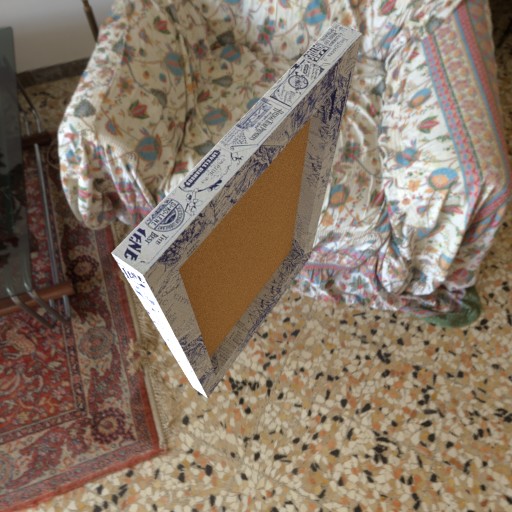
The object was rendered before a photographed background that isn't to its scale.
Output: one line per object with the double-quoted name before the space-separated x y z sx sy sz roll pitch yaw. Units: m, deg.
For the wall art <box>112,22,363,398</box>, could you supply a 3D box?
"wall art" 0.000 0.000 0.745 0.040 0.601 0.408 32 67 16
